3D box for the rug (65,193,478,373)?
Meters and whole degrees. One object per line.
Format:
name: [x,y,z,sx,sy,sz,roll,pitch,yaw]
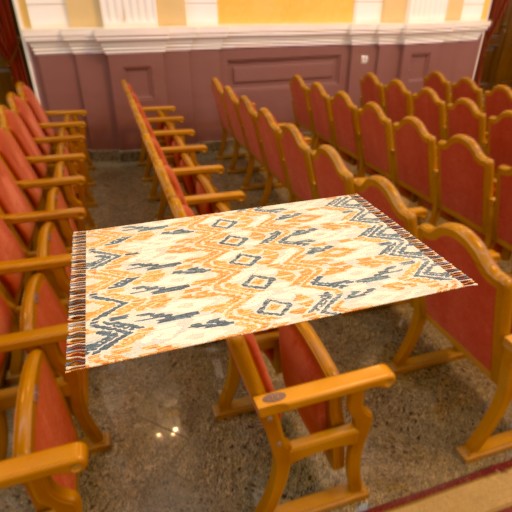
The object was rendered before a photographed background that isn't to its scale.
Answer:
rug: [0.000,0.000,3.066,2.428,0.010,1.533,-10,32,-15]
